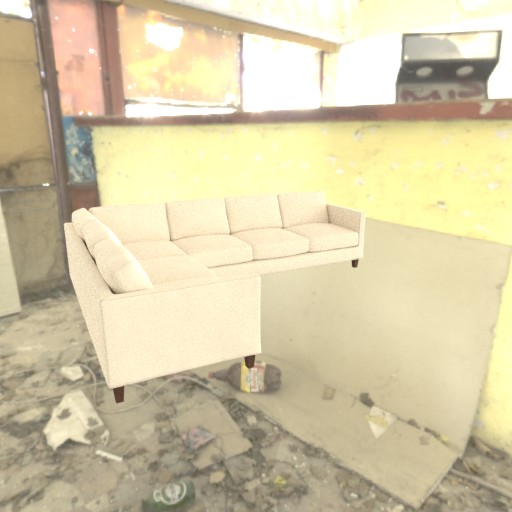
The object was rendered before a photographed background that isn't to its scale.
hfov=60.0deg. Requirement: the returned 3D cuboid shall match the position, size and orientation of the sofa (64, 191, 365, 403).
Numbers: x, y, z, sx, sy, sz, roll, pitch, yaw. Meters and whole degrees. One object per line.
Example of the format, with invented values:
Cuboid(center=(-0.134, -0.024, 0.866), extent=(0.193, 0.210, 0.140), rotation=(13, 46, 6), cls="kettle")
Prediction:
Cuboid(center=(0.000, 0.000, 4.241), extent=(3.182, 0.863, 2.432), rotation=(-8, 18, -26), cls="sofa")
